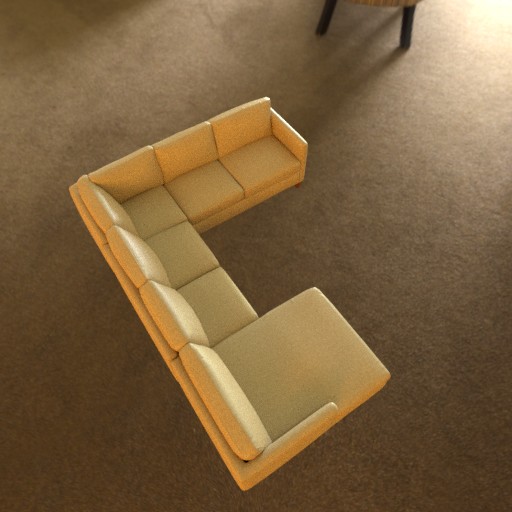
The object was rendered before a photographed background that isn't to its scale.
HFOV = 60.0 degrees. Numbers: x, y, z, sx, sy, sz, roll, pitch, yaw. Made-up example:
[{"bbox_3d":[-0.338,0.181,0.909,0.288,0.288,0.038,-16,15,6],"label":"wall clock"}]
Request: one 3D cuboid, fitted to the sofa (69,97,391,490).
[{"bbox_3d":[0.000,0.000,4.566,2.594,0.961,3.460,-29,62,-18],"label":"sofa"}]
